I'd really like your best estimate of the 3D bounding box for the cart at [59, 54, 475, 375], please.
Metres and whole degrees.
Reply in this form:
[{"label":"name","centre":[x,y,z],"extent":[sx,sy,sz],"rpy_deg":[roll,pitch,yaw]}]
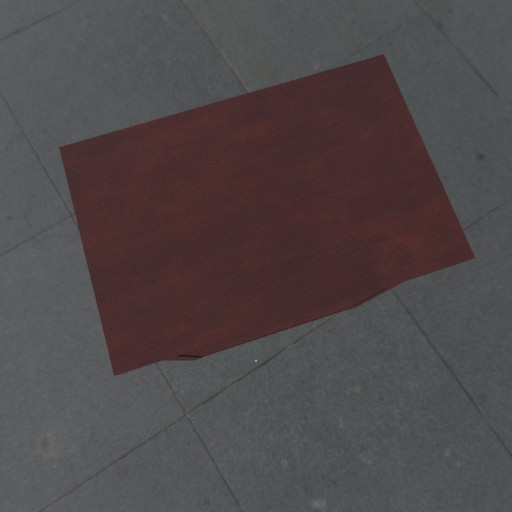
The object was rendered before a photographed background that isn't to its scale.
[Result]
[{"label":"cart","centre":[0.000,0.000,1.239],"extent":[0.683,0.864,0.442],"rpy_deg":[-17,77,-4]}]
